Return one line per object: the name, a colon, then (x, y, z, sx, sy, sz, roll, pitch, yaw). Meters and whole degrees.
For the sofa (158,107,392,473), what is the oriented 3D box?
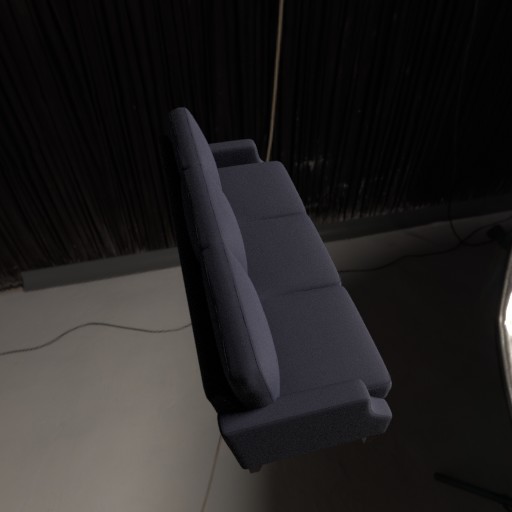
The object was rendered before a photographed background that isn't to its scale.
sofa: (0.000, 0.000, 2.635, 0.888, 0.984, 2.115, -10, 47, -10)
